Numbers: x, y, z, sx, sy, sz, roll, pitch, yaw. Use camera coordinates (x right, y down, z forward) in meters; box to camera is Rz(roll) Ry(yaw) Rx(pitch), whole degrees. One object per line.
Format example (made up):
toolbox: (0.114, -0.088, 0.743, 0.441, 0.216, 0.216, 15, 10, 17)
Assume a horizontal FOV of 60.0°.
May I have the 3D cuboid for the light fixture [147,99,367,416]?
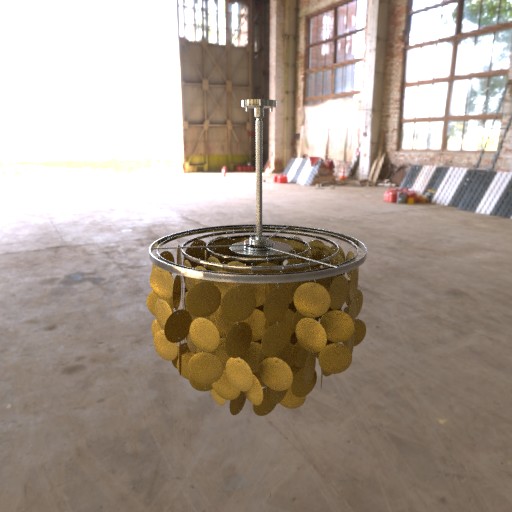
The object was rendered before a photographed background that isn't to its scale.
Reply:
light fixture: (0.000, 0.000, 0.741, 0.368, 0.492, 0.368, 0, 15, 0)
